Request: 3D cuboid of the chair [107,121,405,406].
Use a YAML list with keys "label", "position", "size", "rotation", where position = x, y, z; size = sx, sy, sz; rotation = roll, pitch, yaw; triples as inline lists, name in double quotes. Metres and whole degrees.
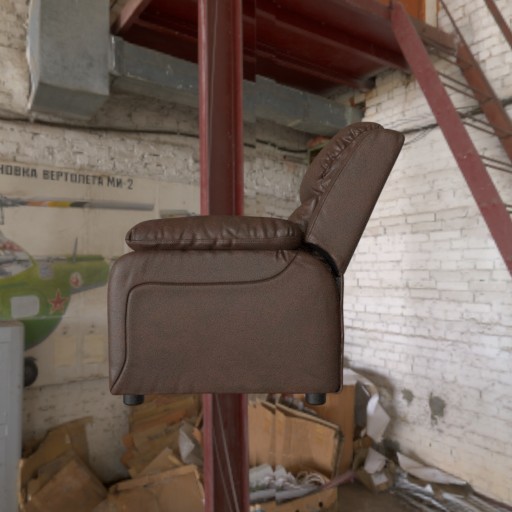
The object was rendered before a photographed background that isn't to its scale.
- label: "chair"
  position: [0.000, 0.000, 1.295]
  size: [0.707, 0.702, 0.680]
  rotation: [0, -2, 1]
